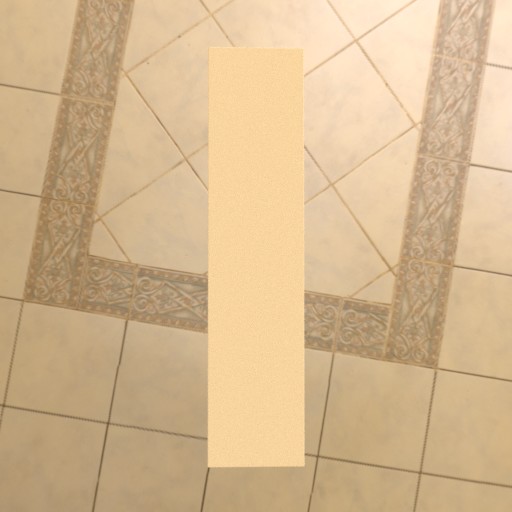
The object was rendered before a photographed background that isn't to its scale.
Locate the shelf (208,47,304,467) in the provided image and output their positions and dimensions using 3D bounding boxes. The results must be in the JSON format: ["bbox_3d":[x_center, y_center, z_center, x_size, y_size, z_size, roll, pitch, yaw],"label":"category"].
[{"bbox_3d":[0.000,0.000,0.654,0.140,0.020,0.610,0,89,-1],"label":"shelf"}]
